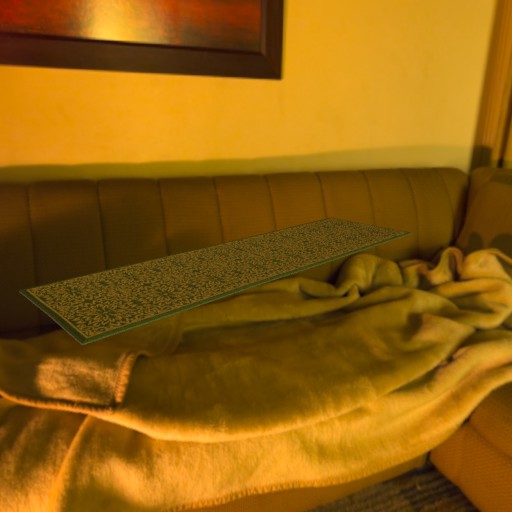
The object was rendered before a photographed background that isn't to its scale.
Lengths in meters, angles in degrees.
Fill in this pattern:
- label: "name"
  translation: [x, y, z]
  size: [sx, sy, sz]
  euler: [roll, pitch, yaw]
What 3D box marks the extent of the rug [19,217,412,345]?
- label: "rug"
  translation: [0.000, 0.000, 2.407]
  size: [2.196, 0.011, 0.662]
  euler: [-15, 23, -41]
